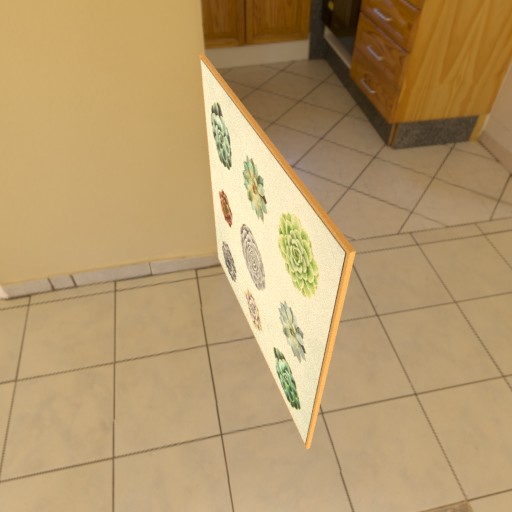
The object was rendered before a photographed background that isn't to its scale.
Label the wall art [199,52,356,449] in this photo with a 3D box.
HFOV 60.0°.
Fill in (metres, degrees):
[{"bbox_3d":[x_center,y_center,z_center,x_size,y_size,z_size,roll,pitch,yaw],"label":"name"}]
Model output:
[{"bbox_3d":[0.000,0.000,1.467,0.013,0.959,0.962,-16,48,-15],"label":"wall art"}]
